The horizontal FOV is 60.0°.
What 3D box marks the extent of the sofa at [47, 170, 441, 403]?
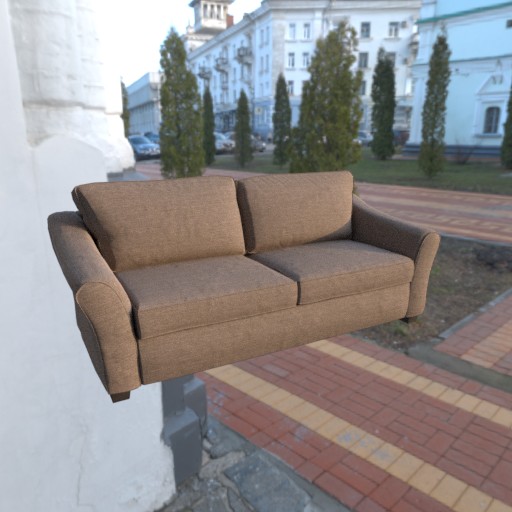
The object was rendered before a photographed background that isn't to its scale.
[{"bbox_3d":[0.000,0.000,2.764,2.270,0.965,0.980,-8,17,-27],"label":"sofa"}]
